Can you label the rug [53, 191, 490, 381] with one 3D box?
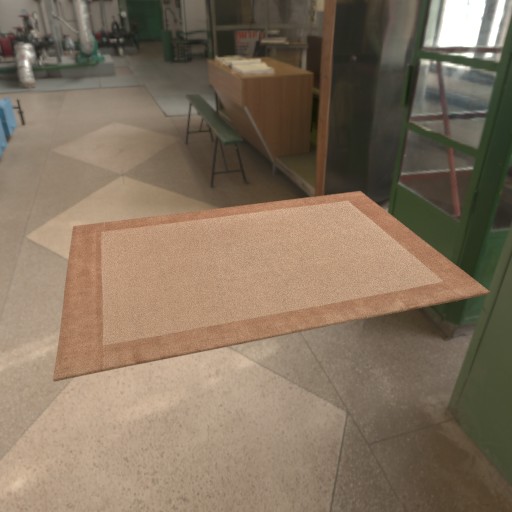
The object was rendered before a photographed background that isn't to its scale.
[{"bbox_3d":[0.000,0.000,2.261,1.829,0.014,1.219,-9,32,-14],"label":"rug"}]
